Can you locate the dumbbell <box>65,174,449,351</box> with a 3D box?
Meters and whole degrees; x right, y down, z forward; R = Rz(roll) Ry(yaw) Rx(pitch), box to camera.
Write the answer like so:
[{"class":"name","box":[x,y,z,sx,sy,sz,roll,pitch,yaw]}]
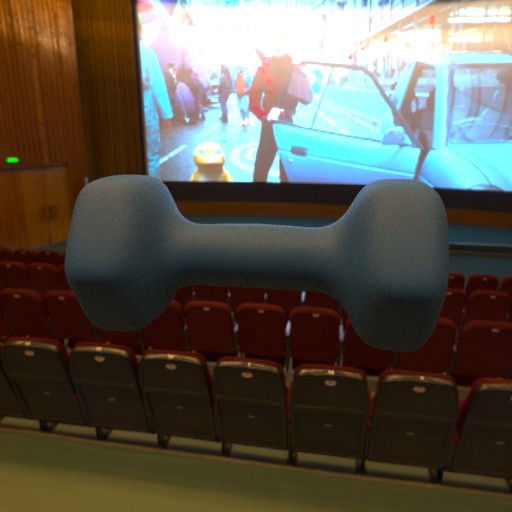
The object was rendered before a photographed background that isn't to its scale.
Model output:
[{"class":"dumbbell","box":[0.000,0.000,0.268,0.212,0.093,0.103,3,16,9]}]
